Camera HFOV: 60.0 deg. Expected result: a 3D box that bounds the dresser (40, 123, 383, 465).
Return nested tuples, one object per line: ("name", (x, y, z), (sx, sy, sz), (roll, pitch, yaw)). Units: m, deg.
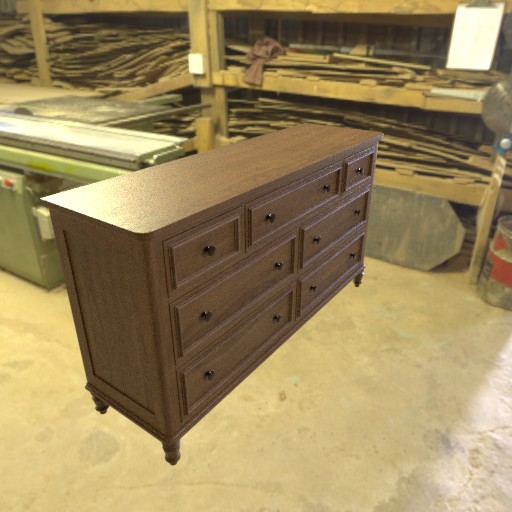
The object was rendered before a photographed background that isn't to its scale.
("dresser", (0.000, 0.000, 1.994), (0.468, 0.892, 1.583), (18, 32, 32))
